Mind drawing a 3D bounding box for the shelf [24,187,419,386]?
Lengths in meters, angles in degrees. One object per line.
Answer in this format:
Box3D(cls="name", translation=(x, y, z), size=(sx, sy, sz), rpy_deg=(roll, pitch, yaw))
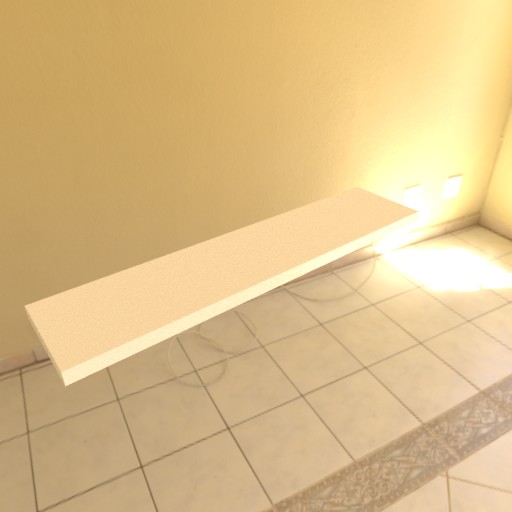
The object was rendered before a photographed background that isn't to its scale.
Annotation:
Box3D(cls="shelf", translation=(0.000, 0.000, 0.660), size=(0.610, 0.020, 0.140), rpy_deg=(-22, 38, -32))
